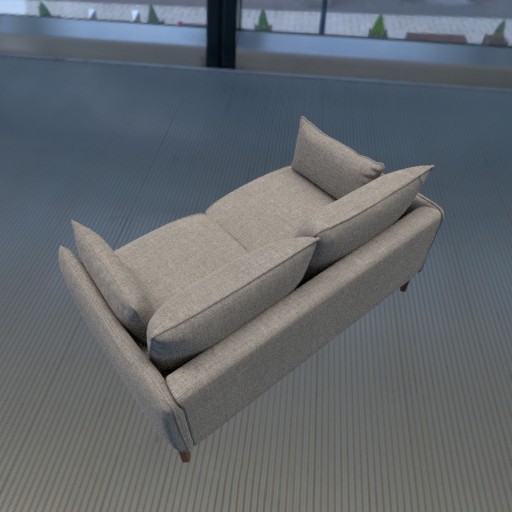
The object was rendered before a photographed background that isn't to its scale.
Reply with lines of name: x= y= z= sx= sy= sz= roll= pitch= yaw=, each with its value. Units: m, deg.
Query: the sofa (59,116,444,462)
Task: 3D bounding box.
sofa: x=0.000 y=0.000 z=2.117 sx=1.580 sy=0.851 sz=0.972 roll=-31 pitch=54 yaw=-25
